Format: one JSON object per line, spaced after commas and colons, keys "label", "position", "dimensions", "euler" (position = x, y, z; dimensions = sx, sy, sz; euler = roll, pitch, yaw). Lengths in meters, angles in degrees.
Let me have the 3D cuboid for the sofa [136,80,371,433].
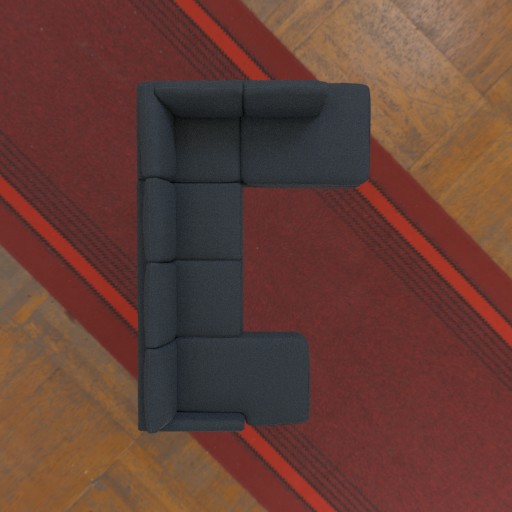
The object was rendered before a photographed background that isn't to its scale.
{"label": "sofa", "position": [0.000, 0.000, 3.872], "dimensions": [1.984, 0.858, 2.975], "euler": [0, 91, 0]}
